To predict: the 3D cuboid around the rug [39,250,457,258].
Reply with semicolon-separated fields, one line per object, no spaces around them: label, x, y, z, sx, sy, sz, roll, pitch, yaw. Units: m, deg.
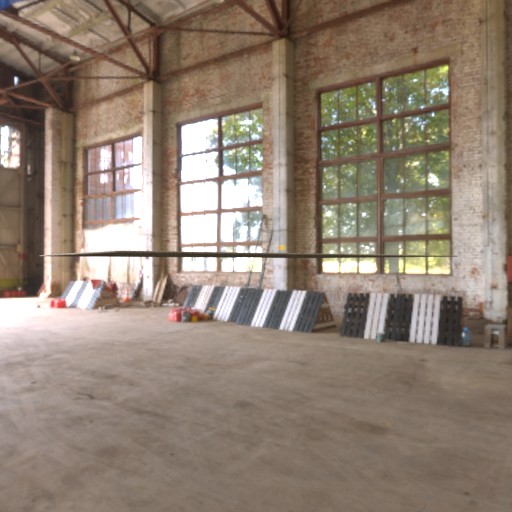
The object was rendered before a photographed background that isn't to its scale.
rug;0.000;0.000;3.025;2.438;0.008;1.523;1;-1;-36
